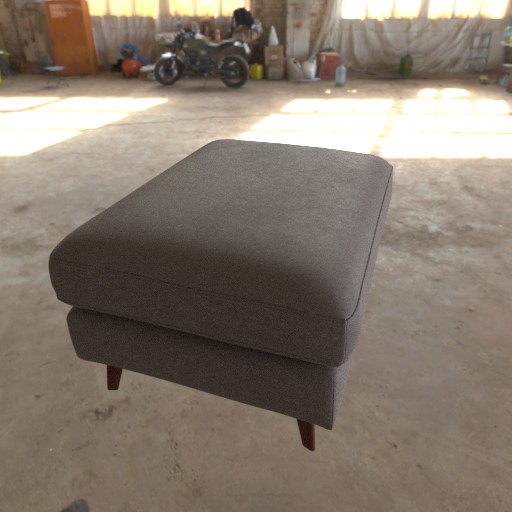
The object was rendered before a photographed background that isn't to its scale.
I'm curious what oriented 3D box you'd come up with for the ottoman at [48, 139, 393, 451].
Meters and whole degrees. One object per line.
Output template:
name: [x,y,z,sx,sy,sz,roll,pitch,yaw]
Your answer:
ottoman: [0.000,0.000,1.149,0.608,0.449,0.811,10,32,17]
